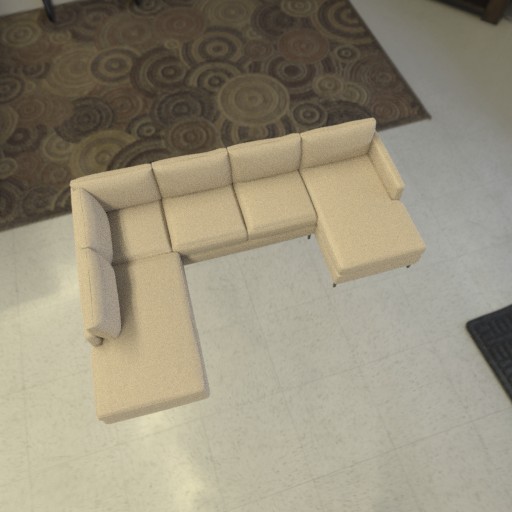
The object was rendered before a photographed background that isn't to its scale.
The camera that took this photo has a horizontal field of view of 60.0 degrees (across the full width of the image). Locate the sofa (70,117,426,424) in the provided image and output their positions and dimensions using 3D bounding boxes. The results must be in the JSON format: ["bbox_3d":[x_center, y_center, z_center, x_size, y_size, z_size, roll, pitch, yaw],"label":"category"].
[{"bbox_3d":[0.000,0.000,3.561,2.737,0.756,1.879,-13,63,-7],"label":"sofa"}]
